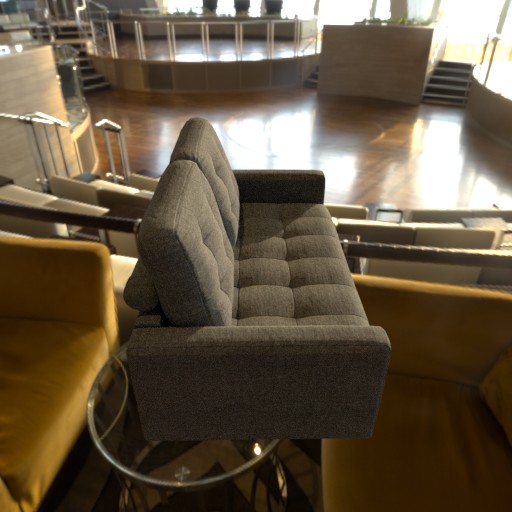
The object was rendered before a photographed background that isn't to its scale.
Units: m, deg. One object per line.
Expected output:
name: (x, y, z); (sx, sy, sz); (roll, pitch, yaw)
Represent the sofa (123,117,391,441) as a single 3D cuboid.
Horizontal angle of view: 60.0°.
sofa: (0.000, 0.000, 1.936); (0.842, 0.907, 1.407); (-1, 32, -1)
